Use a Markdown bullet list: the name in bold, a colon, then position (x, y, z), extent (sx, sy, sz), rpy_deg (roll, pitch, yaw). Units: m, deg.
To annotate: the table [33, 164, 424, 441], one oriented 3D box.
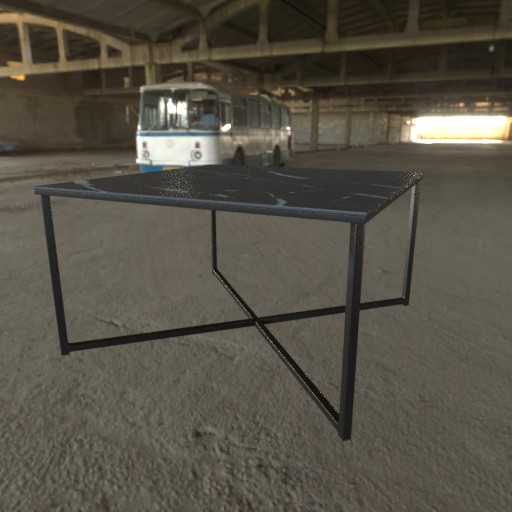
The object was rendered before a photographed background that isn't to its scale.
- **table**: position (0.000, 0.000, 1.299), extent (0.800, 0.450, 0.800), rpy_deg (8, 17, 25)
